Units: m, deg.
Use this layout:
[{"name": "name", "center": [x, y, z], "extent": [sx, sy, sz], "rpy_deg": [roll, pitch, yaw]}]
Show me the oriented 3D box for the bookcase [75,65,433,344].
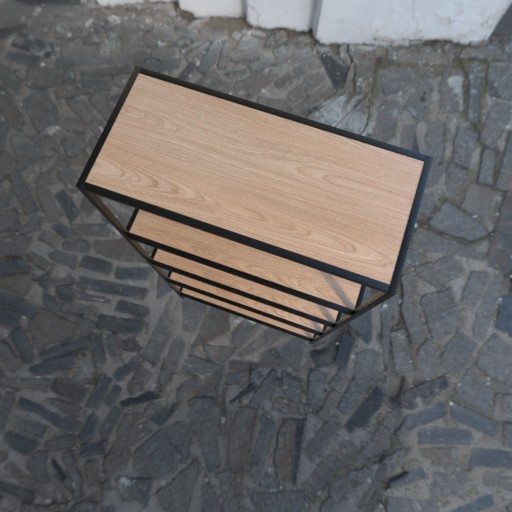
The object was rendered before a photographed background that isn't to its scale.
[{"name": "bookcase", "center": [0.000, 0.000, 1.764], "extent": [0.770, 1.500, 0.350], "rpy_deg": [19, 75, 5]}]
